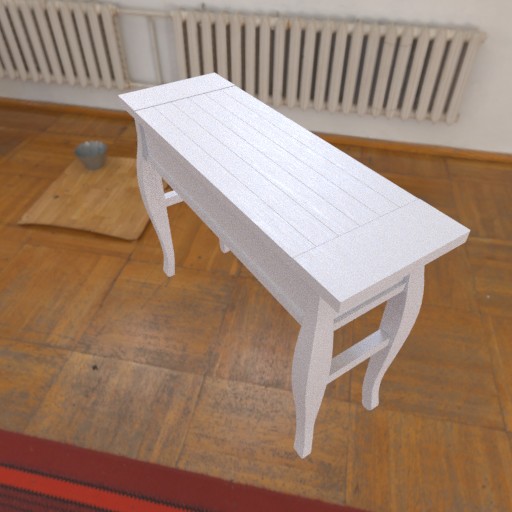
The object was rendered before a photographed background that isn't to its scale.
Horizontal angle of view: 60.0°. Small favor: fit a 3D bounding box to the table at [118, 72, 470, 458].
[{"bbox_3d":[0.000,0.000,1.425,0.373,0.768,1.062,-24,48,-24],"label":"table"}]
